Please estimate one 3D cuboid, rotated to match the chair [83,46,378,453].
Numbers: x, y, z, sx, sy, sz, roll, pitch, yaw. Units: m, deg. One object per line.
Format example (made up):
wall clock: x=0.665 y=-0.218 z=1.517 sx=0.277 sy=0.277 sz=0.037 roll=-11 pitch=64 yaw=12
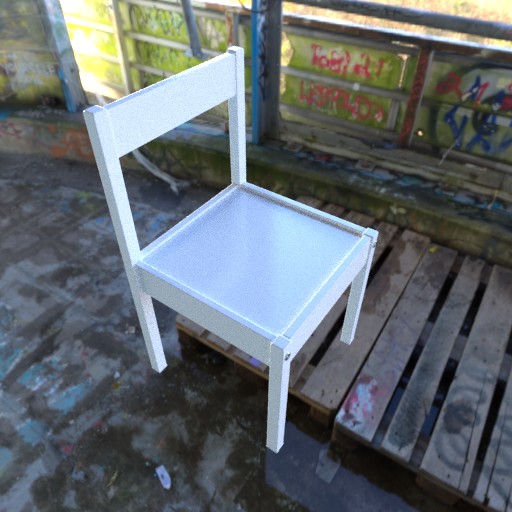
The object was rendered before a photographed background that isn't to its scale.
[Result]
chair: x=0.000 y=0.000 z=0.696 sx=0.285 sy=0.505 sz=0.285 roll=25 pitch=48 yaw=25
